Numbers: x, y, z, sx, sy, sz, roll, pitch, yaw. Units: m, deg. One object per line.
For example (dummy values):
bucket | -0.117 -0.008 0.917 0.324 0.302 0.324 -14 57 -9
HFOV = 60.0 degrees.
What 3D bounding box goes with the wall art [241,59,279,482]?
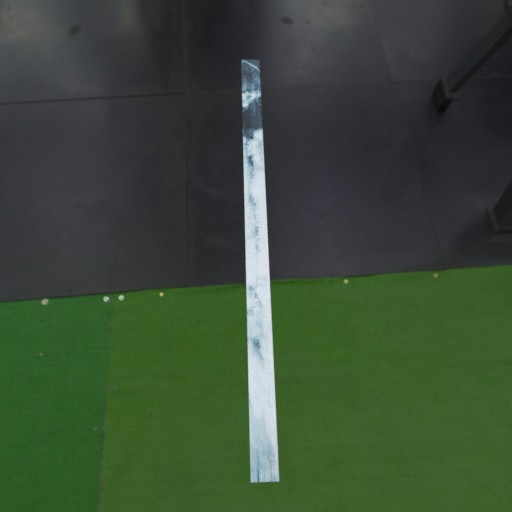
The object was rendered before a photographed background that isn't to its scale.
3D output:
wall art | 0.000 0.000 0.840 0.037 0.251 0.759 -2 64 -1
